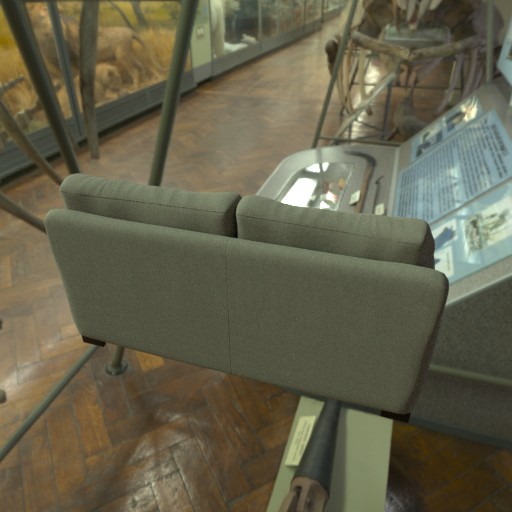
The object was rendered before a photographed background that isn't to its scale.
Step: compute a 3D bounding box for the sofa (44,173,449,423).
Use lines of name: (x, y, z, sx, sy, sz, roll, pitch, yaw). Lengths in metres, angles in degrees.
sofa: (0.000, 0.000, 2.419, 1.855, 0.980, 0.962, 10, 33, 15)
